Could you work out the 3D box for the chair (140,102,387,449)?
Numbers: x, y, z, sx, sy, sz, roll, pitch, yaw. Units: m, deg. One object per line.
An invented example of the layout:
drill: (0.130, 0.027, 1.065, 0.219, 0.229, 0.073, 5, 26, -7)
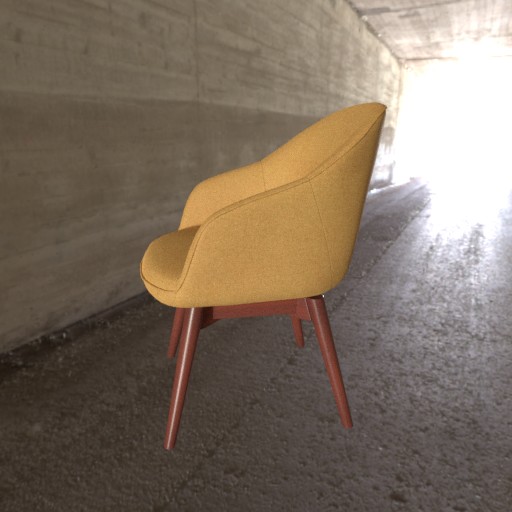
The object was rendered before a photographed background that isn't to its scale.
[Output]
chair: (0.000, 0.000, 1.250, 0.635, 0.823, 0.596, -3, 16, -10)
